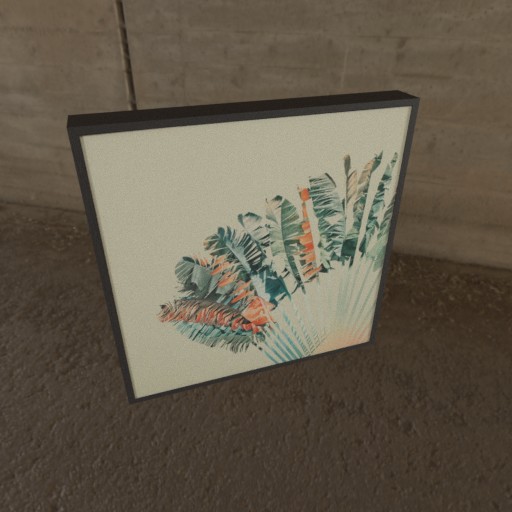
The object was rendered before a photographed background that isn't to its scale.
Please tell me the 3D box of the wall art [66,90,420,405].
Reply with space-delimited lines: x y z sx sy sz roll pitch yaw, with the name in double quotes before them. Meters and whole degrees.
"wall art" 0.000 0.000 0.456 0.302 0.300 0.036 -10 33 -15
